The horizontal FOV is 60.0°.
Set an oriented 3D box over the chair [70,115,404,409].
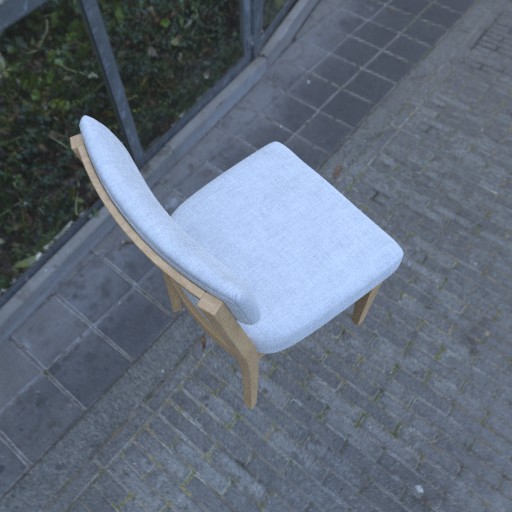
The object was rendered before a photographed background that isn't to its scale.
[{"bbox_3d":[0.000,0.000,1.141,0.572,0.832,0.508,-34,64,-19],"label":"chair"}]
